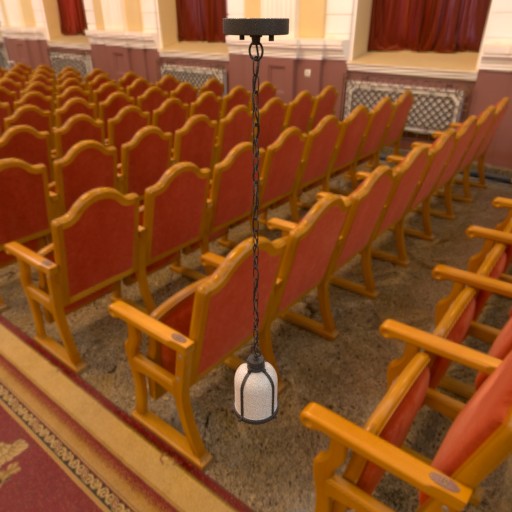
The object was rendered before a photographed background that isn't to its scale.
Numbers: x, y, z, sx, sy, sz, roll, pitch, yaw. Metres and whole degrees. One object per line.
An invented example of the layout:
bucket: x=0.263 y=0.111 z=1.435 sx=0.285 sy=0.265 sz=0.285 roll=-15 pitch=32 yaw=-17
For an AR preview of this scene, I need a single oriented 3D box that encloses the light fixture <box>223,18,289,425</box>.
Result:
light fixture: x=0.000 y=0.000 z=1.250 sx=0.178 sy=1.181 sz=0.178 roll=21 pitch=35 yaw=34
